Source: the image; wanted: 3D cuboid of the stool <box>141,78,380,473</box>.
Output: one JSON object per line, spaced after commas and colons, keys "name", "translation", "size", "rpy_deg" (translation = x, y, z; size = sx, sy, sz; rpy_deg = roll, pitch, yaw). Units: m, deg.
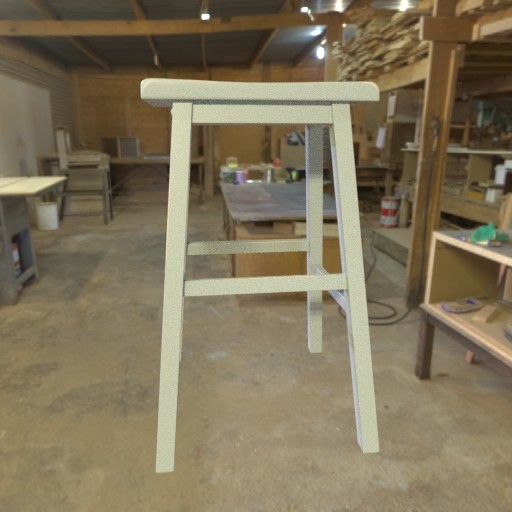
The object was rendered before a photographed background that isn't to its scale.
{"name": "stool", "translation": [0.000, 0.000, 1.025], "size": [0.457, 0.737, 0.476], "rpy_deg": [-2, 16, -7]}
